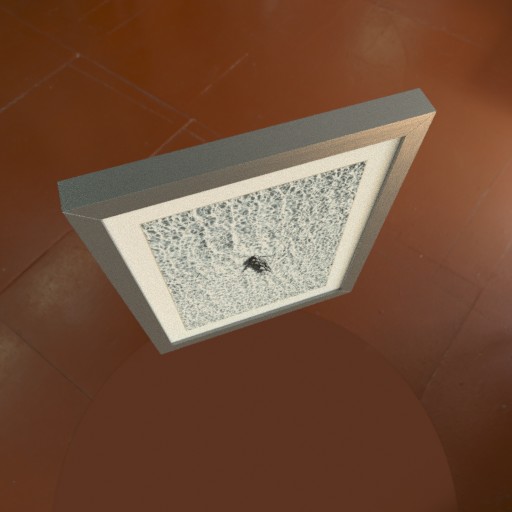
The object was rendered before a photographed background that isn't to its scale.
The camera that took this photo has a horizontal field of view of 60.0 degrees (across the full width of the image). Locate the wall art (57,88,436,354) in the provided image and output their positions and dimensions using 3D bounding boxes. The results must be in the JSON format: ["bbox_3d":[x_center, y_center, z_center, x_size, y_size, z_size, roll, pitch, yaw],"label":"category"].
[{"bbox_3d":[0.000,0.000,0.519,0.308,0.379,0.030,-17,63,-9],"label":"wall art"}]
